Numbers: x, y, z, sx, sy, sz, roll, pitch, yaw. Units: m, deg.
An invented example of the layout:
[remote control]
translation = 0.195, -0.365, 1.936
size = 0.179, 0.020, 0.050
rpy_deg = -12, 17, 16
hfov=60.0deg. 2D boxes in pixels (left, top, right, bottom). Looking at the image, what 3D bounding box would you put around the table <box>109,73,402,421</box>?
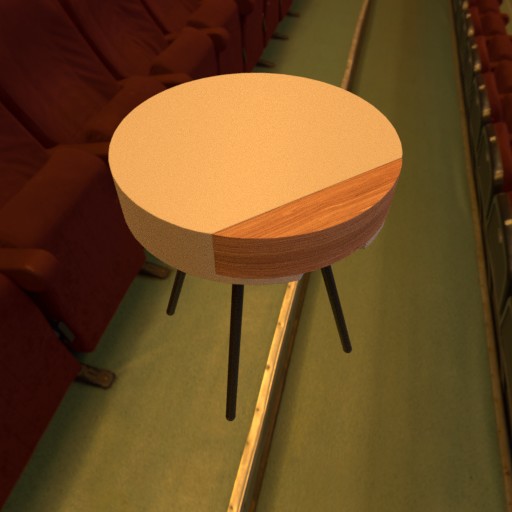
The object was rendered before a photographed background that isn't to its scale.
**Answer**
[table]
translation = 0.000, 0.000, 0.859
size = 0.450, 0.525, 0.450
rpy_deg = 0, 47, 0
